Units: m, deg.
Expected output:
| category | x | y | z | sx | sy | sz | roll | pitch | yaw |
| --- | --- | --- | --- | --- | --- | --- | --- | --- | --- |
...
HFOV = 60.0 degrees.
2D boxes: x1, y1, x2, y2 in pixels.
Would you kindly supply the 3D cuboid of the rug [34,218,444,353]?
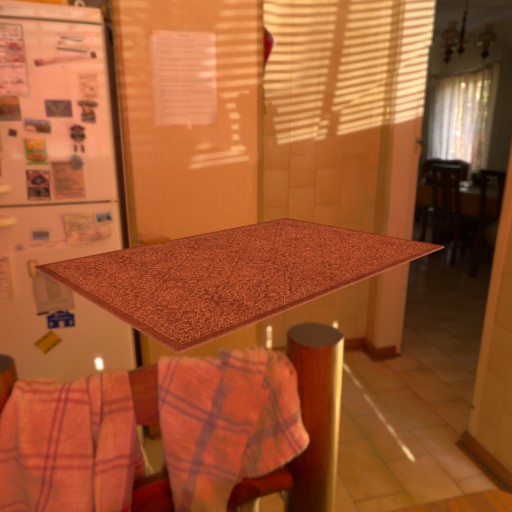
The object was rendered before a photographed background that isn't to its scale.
| category | x | y | z | sx | sy | sz | roll | pitch | yaw |
| --- | --- | --- | --- | --- | --- | --- | --- | --- | --- |
| rug | 0.000 | 0.000 | 2.343 | 1.829 | 0.010 | 1.219 | -15 | 21 | -42 |
